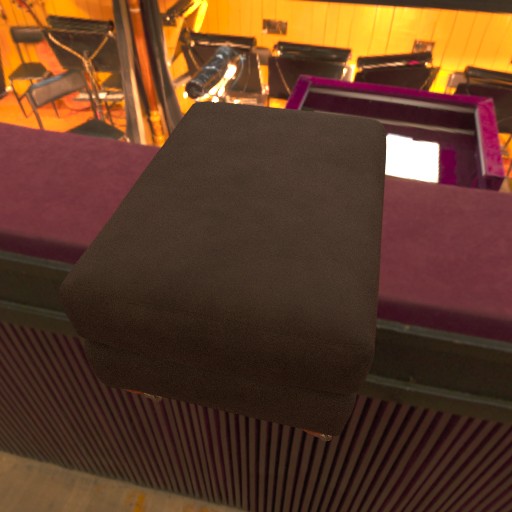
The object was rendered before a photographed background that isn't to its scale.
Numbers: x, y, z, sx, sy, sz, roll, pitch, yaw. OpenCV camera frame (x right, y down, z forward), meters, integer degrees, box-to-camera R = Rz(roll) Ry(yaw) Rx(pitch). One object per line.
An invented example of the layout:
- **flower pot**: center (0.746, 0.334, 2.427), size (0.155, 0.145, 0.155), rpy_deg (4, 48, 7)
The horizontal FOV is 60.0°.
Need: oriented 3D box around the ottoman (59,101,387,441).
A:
- **ottoman**: center (0.000, 0.000, 1.123), size (0.574, 0.497, 0.773), rpy_deg (10, 46, 9)
